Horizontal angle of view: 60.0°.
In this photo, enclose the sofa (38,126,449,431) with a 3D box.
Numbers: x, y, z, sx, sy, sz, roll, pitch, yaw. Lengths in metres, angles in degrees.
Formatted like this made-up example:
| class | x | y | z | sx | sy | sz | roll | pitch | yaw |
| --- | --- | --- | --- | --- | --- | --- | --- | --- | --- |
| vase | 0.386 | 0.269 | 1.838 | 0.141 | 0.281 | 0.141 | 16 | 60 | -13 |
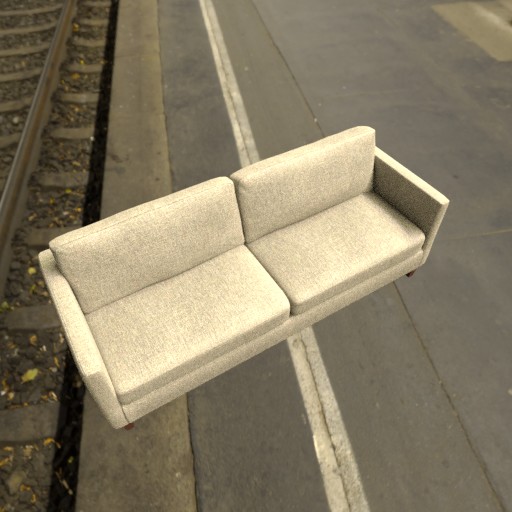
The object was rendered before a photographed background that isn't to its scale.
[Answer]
| class | x | y | z | sx | sy | sz | roll | pitch | yaw |
| --- | --- | --- | --- | --- | --- | --- | --- | --- | --- |
| sofa | 0.000 | 0.000 | 2.903 | 2.434 | 0.951 | 0.948 | -24 | 52 | -21 |
